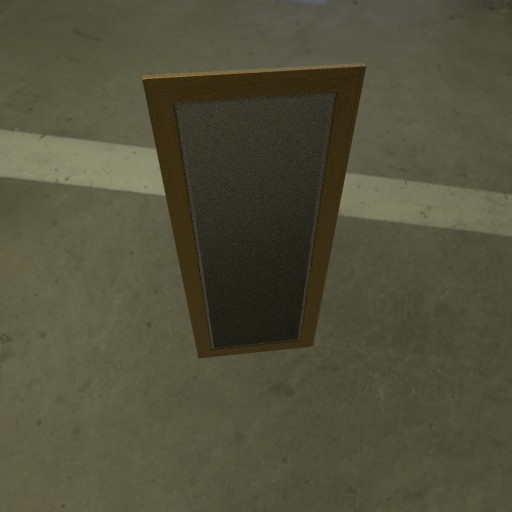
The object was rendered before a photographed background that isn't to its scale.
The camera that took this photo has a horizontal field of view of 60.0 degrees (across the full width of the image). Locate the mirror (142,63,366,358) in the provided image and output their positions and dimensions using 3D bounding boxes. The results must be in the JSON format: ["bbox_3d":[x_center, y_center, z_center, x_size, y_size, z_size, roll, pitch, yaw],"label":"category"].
[{"bbox_3d":[0.000,0.000,2.367,0.812,2.031,0.025,-5,49,-4],"label":"mirror"}]
